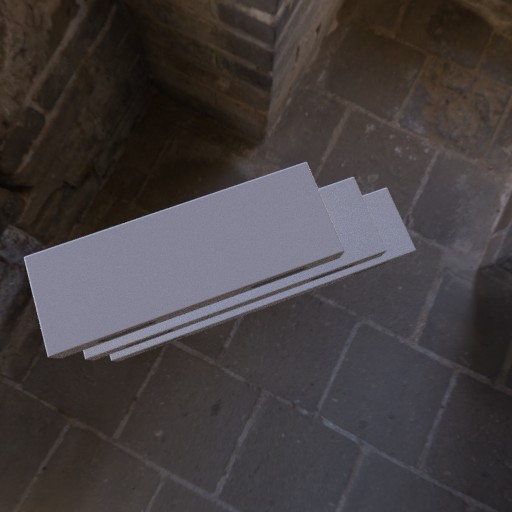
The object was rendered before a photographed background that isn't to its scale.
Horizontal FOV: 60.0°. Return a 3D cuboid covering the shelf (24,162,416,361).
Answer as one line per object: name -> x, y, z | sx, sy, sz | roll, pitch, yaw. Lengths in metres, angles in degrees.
shelf -> 0.000, 0.000, 0.743 | 0.610, 0.293, 0.140 | -19, 77, -5
